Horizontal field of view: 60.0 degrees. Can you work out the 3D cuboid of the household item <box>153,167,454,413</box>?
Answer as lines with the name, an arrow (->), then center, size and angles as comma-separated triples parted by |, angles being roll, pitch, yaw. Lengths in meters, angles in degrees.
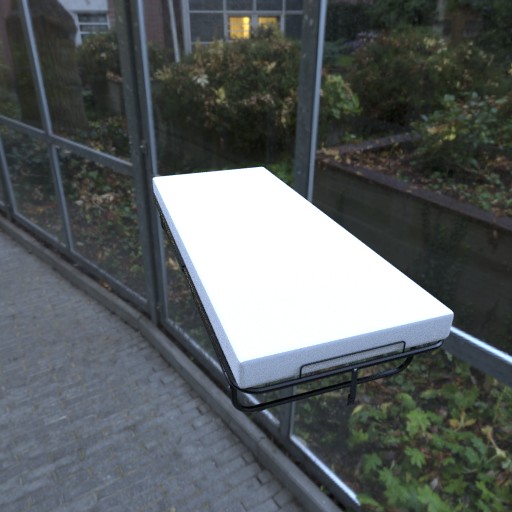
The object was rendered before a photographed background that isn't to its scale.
household item -> 0.000, 0.000, 2.208 | 0.787, 0.356, 1.905 | -9, 28, -17
